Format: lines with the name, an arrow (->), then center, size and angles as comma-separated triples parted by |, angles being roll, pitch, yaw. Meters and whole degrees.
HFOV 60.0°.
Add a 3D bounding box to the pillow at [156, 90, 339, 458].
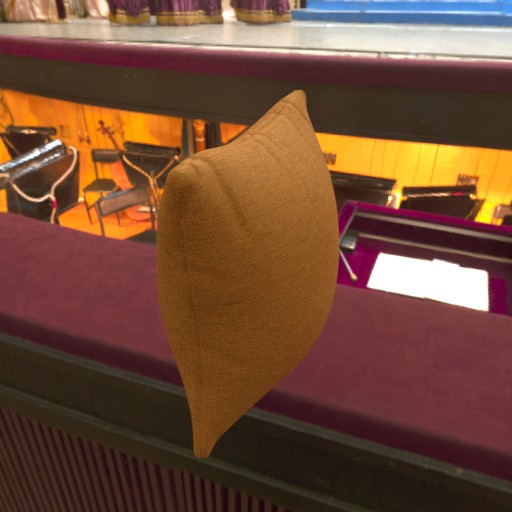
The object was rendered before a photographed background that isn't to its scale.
pillow -> 0.000, 0.000, 0.677 | 0.247, 0.417, 0.435 | 11, 32, 17
